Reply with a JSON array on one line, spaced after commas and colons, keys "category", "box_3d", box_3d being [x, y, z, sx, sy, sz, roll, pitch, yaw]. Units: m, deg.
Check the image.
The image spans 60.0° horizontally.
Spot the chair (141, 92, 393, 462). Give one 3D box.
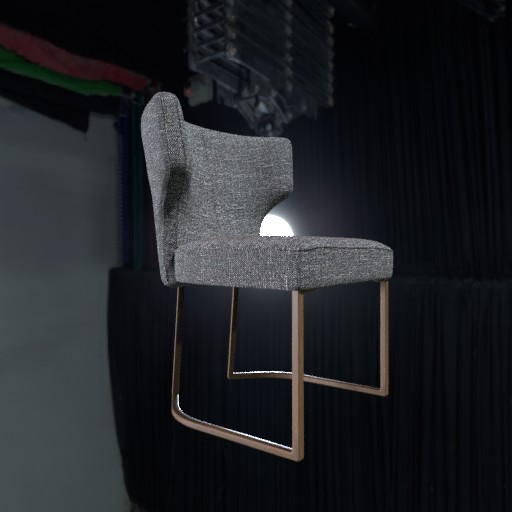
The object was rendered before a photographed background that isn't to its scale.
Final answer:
[{"category": "chair", "box_3d": [0.000, 0.000, 1.265, 0.617, 0.824, 0.611, 0, 1, 36]}]
